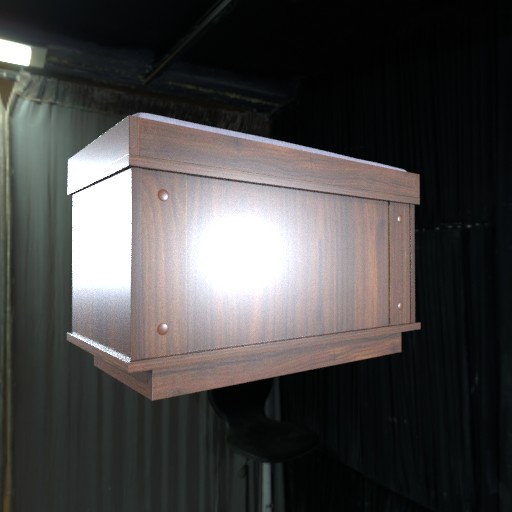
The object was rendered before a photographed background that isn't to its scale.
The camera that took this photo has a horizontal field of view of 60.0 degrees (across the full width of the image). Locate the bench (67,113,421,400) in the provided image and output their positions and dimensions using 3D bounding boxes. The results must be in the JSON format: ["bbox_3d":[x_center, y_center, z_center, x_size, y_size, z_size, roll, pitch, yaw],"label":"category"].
[{"bbox_3d":[0.000,0.000,1.013,0.734,0.461,0.362,1,-1,-37],"label":"bench"}]
